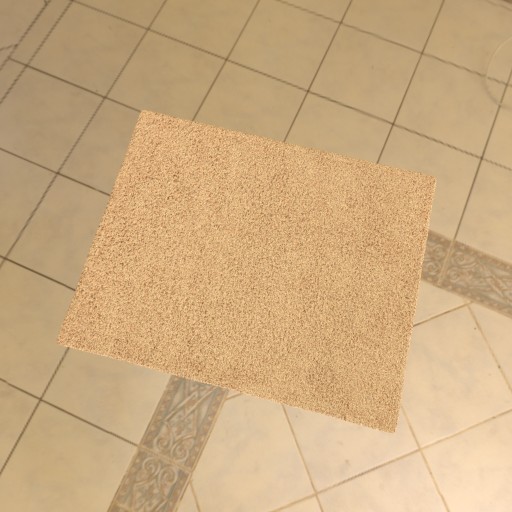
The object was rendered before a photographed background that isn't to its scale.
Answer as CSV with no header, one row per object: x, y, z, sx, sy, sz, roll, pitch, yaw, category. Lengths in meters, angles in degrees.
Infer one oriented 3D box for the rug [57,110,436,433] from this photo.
0.000,0.000,4.141,3.047,0.029,2.438,14,75,4,rug
